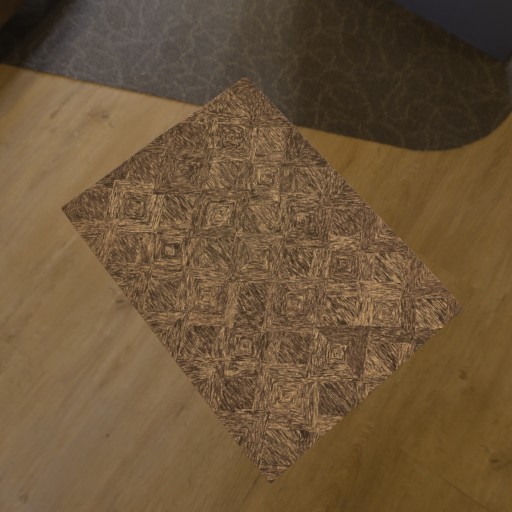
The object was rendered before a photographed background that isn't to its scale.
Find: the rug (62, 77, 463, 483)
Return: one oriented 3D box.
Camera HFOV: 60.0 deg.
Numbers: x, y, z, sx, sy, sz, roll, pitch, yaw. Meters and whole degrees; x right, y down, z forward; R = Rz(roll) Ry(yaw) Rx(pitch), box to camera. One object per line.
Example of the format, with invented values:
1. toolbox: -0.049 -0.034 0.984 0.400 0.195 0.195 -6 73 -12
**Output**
1. rug: 0.000 0.000 5.365 2.997 0.020 4.093 -39 79 -9
